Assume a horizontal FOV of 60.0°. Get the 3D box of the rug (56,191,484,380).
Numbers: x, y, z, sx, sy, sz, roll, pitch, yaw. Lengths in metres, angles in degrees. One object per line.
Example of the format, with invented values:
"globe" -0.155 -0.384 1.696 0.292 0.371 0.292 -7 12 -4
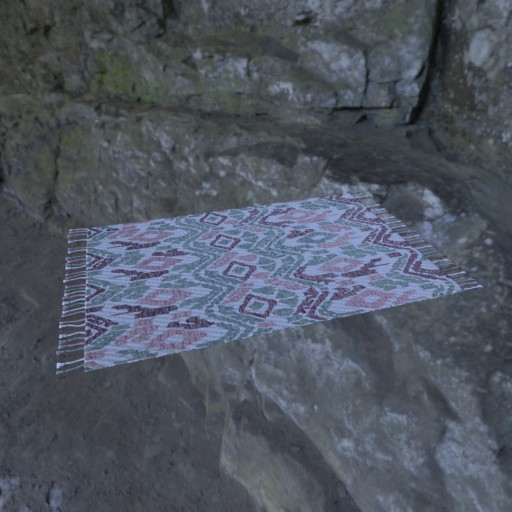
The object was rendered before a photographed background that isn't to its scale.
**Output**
"rug" 0.000 0.000 2.969 2.438 0.011 1.524 -9 33 -15
